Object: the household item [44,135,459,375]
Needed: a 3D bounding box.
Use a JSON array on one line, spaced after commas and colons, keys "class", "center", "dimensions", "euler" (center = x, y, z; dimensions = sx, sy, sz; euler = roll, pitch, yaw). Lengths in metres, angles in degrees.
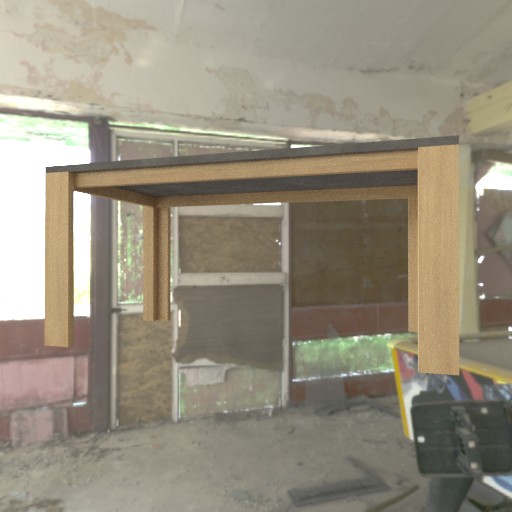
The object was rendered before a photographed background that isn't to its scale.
[{"class": "household item", "center": [0.000, 0.000, 2.035], "dimensions": [1.600, 0.755, 0.850], "euler": [0, 0, 17]}]
